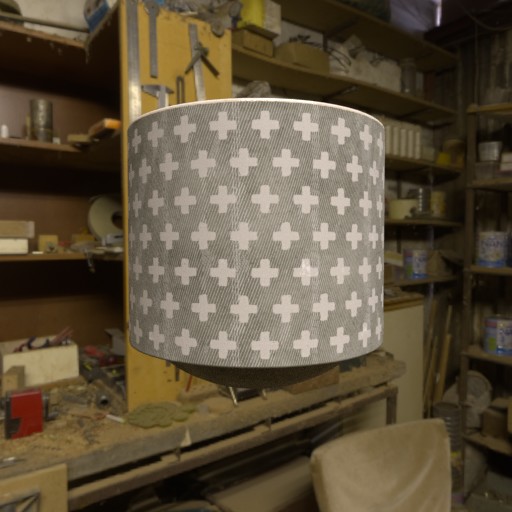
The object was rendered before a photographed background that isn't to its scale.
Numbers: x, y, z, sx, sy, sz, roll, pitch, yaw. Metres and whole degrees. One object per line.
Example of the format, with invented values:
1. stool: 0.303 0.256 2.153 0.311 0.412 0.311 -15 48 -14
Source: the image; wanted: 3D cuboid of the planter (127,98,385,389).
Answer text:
1. planter: 0.000 0.000 0.343 0.190 0.181 0.190 0 2 0
